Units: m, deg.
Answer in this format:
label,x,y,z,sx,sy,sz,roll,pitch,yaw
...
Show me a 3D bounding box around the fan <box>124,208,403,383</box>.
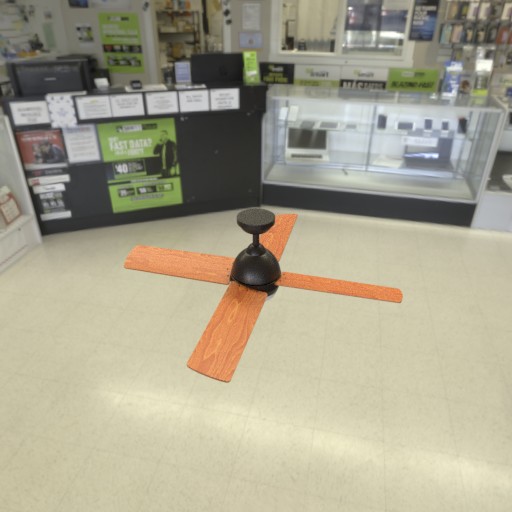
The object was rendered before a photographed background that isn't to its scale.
label,x,y,z,sx,sy,sz,roll,pitch,yaw
fan,0.000,0.000,2.043,1.332,0.403,1.332,8,32,13
